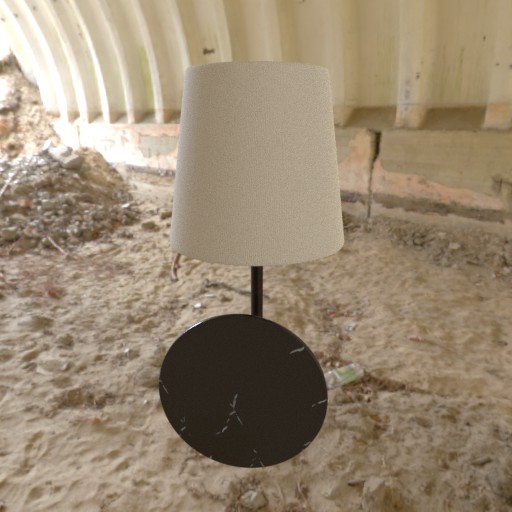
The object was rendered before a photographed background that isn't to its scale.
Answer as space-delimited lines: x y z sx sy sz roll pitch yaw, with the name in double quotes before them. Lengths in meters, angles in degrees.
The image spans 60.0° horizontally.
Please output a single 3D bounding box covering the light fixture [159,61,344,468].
"light fixture" 0.000 0.000 0.433 0.168 0.337 0.188 2 17 7
